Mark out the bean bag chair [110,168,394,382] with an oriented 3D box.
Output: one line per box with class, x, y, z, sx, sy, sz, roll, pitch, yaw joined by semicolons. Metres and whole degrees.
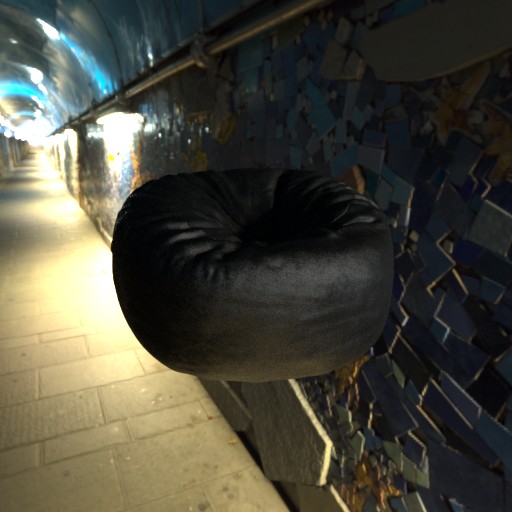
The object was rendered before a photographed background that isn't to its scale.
bean bag chair;0.000;0.000;2.405;1.524;0.878;1.524;-3;15;-10
